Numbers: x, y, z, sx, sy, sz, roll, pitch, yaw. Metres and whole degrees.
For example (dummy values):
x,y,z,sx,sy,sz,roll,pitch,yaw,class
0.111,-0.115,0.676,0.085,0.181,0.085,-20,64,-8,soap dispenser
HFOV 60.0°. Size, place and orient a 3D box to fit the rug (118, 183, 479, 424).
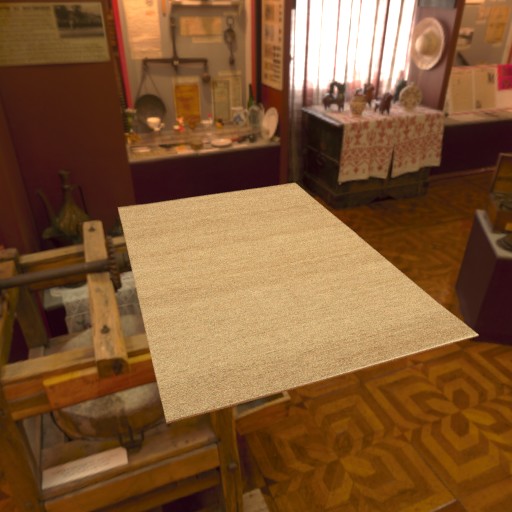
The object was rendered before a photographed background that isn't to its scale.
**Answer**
x,y,z,sx,sy,sz,roll,pitch,yaw,class
0.000,0.000,2.944,1.596,0.030,2.283,-10,32,-17,rug
